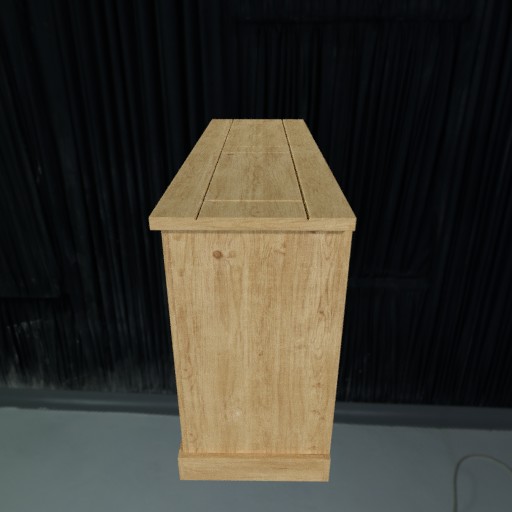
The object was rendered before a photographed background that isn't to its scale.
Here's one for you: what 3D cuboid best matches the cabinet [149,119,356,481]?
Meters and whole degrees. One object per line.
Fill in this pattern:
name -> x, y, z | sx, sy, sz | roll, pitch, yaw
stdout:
cabinet -> 0.000, 0.000, 1.693 | 0.432, 0.810, 1.321 | 0, 26, 1
